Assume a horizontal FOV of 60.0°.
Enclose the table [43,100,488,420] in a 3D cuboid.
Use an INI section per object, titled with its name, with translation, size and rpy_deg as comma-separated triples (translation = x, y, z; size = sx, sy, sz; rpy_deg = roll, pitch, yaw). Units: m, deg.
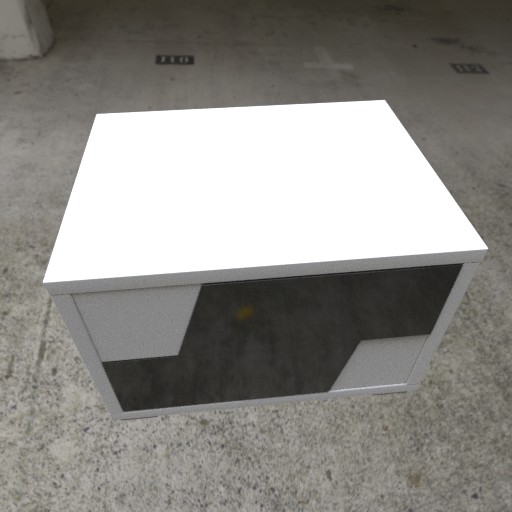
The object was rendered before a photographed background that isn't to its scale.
[table]
translation = 0.000, 0.000, 0.775
size = 0.517, 0.357, 0.399
rpy_deg = -4, 45, -4
